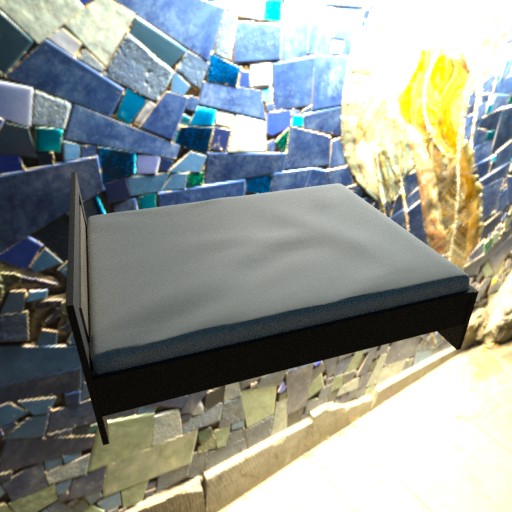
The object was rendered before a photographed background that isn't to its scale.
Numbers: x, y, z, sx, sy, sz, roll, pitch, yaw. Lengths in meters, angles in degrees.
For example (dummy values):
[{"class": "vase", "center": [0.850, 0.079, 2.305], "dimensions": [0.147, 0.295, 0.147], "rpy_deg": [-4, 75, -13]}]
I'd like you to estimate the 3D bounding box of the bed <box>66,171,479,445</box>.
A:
[{"class": "bed", "center": [0.000, 0.000, 2.825], "dimensions": [2.073, 0.823, 1.585], "rpy_deg": [-10, 32, -16]}]
